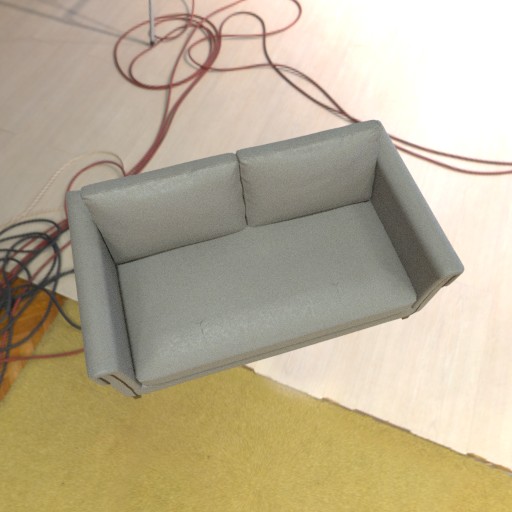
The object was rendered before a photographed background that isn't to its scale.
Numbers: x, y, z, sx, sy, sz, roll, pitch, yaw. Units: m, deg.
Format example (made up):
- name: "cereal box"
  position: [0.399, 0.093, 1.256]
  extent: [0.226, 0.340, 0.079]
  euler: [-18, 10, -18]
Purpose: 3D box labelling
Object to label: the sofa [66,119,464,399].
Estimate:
- name: "sofa"
  position: [0.000, 0.000, 2.160]
  extent: [1.598, 0.873, 0.899]
  euler: [-15, 63, -8]
